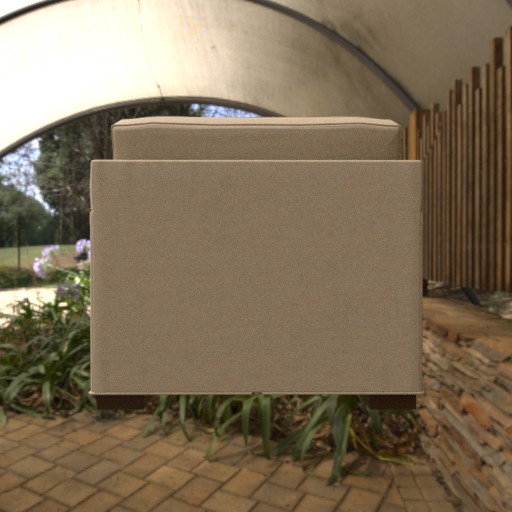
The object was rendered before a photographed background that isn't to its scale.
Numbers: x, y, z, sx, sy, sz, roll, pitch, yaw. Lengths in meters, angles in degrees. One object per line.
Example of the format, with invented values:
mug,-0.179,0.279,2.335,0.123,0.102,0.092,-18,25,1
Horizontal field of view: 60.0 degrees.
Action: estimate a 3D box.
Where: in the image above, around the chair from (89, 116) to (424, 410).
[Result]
chair,0.000,0.000,1.825,0.998,0.913,1.043,0,0,0
